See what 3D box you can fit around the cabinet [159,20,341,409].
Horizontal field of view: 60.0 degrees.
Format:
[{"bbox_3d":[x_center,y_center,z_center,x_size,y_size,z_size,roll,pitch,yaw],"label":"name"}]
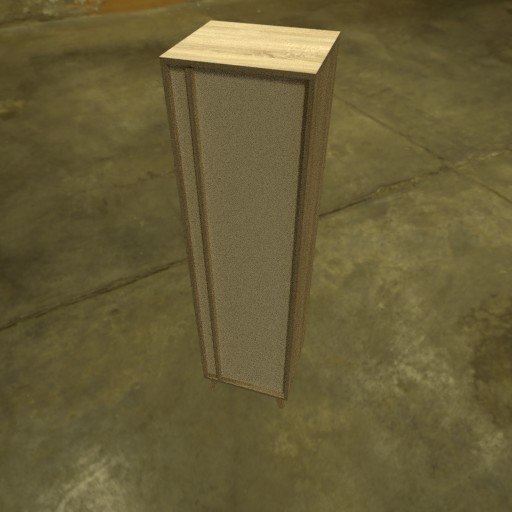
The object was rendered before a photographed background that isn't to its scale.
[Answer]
[{"bbox_3d":[0.000,0.000,2.176,0.510,1.960,0.450,12,43,13],"label":"cabinet"}]
